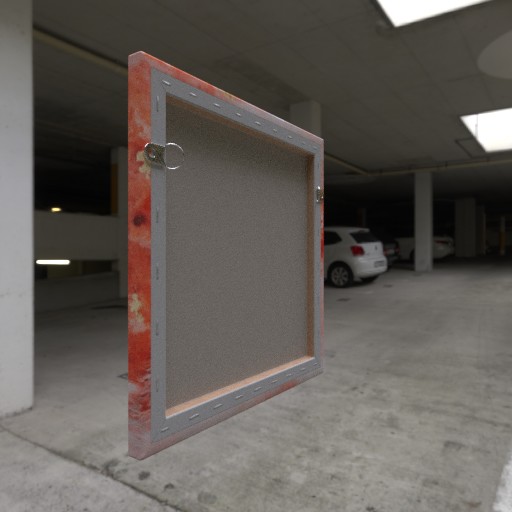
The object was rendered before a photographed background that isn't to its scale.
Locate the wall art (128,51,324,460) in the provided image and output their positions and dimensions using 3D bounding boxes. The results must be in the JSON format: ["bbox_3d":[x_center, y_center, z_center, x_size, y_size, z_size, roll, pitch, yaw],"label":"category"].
[{"bbox_3d":[0.000,0.000,1.112,0.064,0.746,0.747,0,0,35],"label":"wall art"}]
